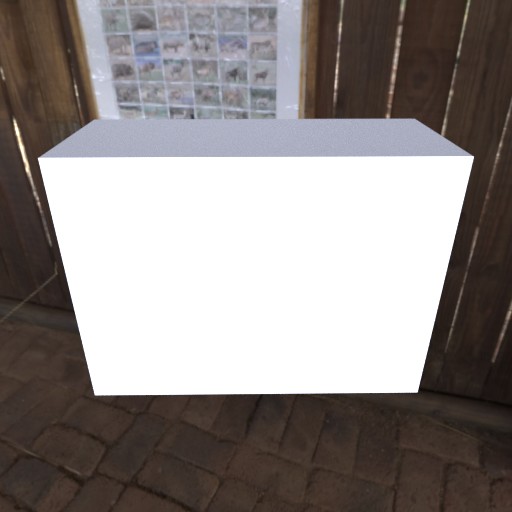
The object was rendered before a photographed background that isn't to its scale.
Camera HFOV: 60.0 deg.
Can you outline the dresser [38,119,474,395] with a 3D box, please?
[{"bbox_3d":[0.000,0.000,1.517,1.100,0.820,0.460,0,29,-1],"label":"dresser"}]
